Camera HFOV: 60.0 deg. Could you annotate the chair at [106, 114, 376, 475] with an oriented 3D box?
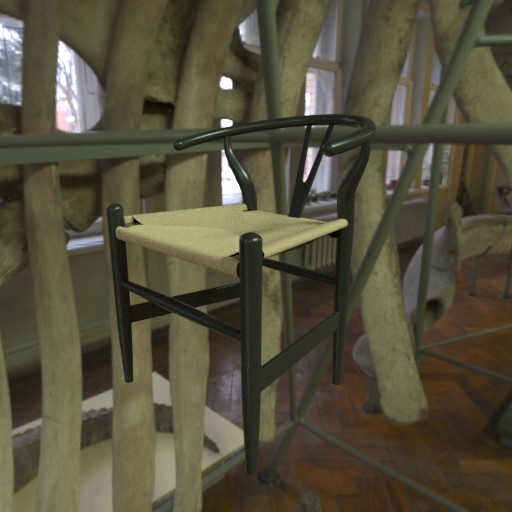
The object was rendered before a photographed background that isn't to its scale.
[{"bbox_3d":[0.000,0.000,1.185,0.570,0.739,0.570,-15,21,-43],"label":"chair"}]
